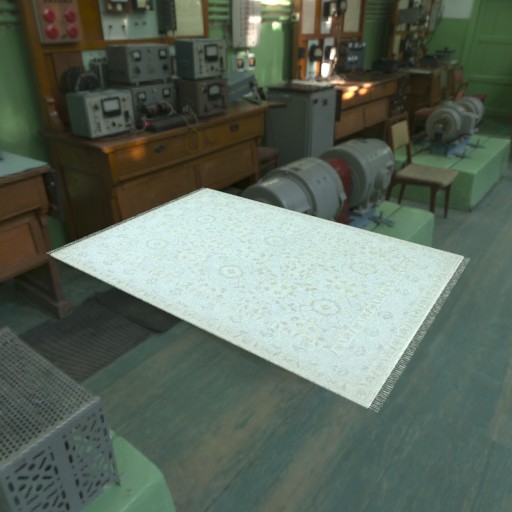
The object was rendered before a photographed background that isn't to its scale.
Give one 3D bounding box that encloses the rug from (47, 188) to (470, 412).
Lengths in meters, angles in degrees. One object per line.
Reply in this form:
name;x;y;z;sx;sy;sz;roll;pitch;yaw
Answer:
rug;0.000;0.000;2.816;2.233;0.011;1.514;19;34;31
